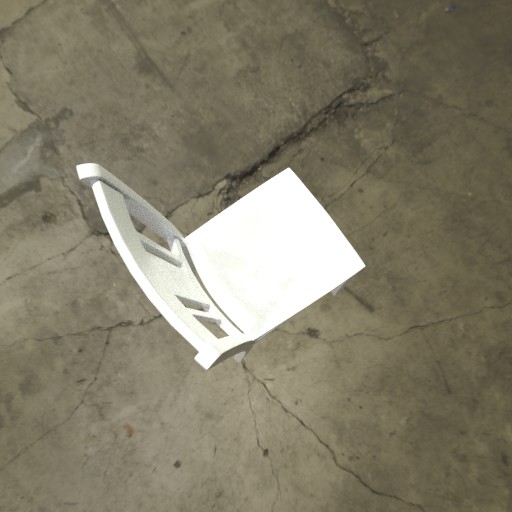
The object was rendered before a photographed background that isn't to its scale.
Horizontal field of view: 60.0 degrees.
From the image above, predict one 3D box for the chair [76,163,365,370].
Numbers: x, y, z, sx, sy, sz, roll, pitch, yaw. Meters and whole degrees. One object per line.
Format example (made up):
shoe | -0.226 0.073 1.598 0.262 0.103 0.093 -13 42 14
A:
chair | 0.000 0.000 1.298 0.555 0.998 0.450 -34 78 -8
